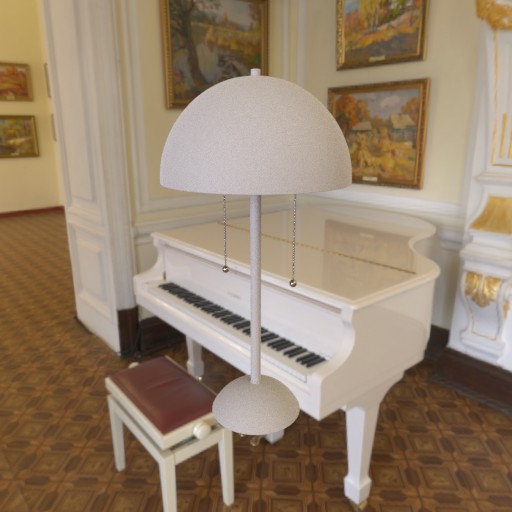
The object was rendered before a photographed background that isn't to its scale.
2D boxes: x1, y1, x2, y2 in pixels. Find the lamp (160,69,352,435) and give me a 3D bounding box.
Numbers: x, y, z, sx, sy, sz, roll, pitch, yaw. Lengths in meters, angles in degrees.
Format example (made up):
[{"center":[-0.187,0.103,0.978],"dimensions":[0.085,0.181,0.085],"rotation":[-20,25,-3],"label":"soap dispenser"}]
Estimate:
[{"center":[0.000,0.000,0.423],"dimensions":[0.171,0.330,0.171],"rotation":[0,16,0],"label":"lamp"}]
